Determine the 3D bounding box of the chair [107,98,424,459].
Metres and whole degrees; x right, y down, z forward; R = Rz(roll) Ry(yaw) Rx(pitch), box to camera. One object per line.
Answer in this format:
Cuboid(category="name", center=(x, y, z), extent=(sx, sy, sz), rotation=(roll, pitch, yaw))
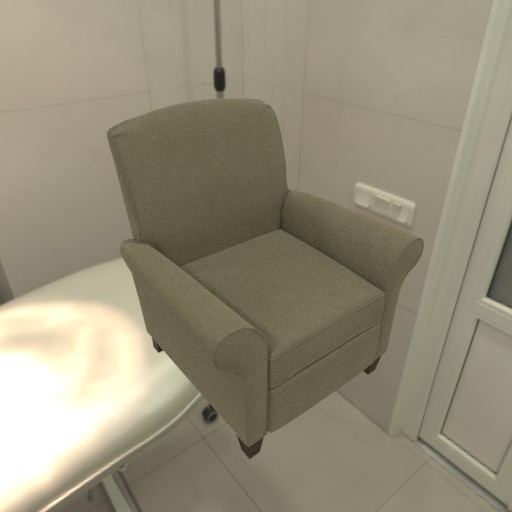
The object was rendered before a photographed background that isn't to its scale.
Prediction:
Cuboid(category="chair", center=(0.000, 0.000, 1.782), extent=(0.978, 1.061, 0.905), rotation=(-22, 38, -32))
